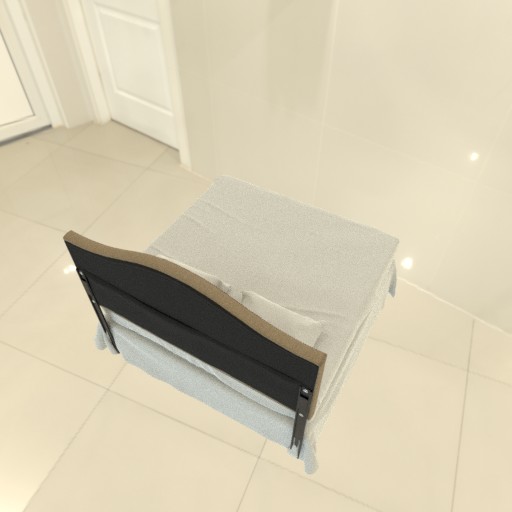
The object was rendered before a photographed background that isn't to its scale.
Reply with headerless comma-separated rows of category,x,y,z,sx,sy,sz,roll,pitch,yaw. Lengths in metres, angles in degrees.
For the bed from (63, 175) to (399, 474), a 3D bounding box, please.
bed,0.000,0.000,3.809,2.311,1.651,2.222,23,52,20
